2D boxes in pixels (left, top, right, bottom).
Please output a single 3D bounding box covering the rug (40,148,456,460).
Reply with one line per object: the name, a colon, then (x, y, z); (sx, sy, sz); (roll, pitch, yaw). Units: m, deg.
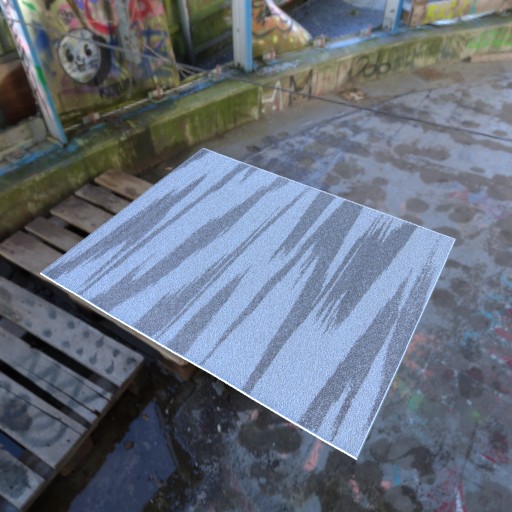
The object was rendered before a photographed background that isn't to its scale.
rug: (0.000, 0.000, 3.982); (2.945, 0.014, 2.353); (24, 50, 22)
